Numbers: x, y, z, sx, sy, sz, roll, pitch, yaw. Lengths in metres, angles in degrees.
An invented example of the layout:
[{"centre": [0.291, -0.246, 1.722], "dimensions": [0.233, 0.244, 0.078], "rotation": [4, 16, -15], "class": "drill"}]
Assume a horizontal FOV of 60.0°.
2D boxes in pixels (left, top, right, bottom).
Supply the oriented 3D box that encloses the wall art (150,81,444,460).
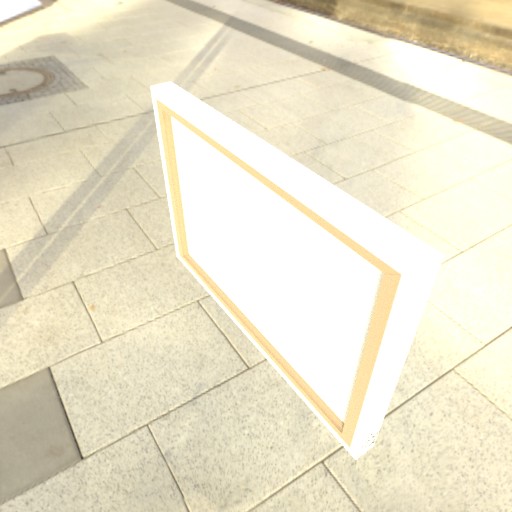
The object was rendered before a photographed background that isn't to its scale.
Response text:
[{"centre": [0.000, 0.000, 0.769], "dimensions": [0.042, 0.414, 0.608], "rotation": [-25, 47, -26], "class": "wall art"}]
